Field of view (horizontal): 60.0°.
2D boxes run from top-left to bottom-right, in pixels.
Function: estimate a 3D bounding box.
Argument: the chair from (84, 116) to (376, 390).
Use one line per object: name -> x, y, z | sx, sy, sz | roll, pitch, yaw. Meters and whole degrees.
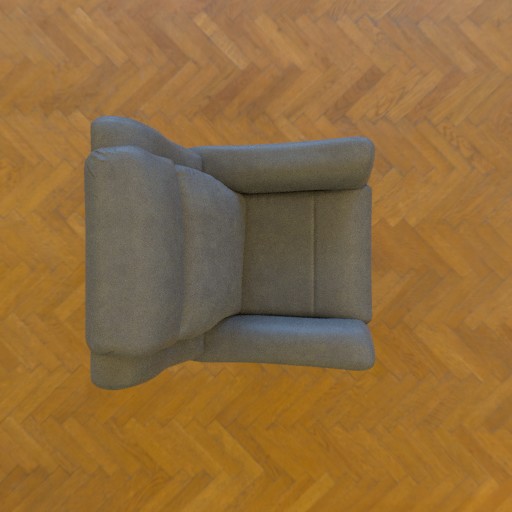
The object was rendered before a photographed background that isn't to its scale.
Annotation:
chair -> 0.000, 0.000, 1.840 | 1.068, 1.116, 0.967 | 0, 90, 0
